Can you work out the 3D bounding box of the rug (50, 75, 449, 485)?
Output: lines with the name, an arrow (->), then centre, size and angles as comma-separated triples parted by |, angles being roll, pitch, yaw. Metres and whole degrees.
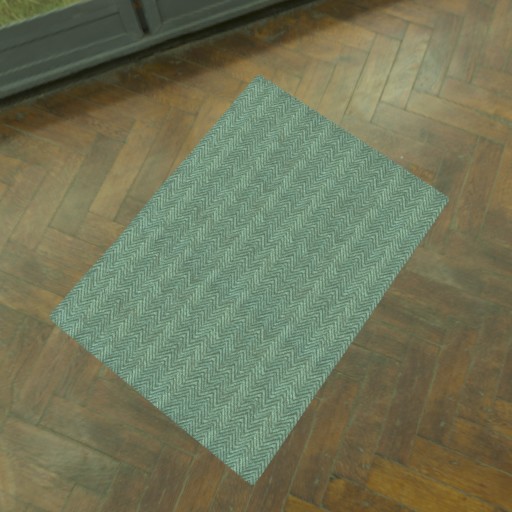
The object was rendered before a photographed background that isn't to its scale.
rug -> 0.000, 0.000, 5.169 | 2.894, 0.011, 3.957 | 36, 78, 9
